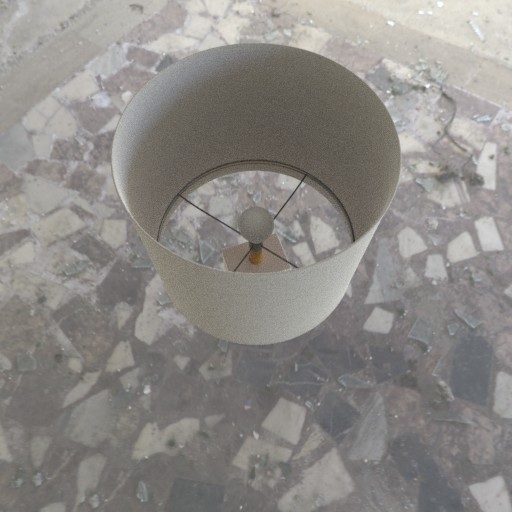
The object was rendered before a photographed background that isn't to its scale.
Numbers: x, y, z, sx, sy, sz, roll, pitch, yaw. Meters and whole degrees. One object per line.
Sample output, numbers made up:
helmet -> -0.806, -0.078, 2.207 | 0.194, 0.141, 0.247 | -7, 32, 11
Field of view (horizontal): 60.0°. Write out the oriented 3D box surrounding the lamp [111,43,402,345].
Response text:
lamp -> 0.000, 0.000, 0.539 | 0.229, 0.417, 0.229 | -18, 66, -8
